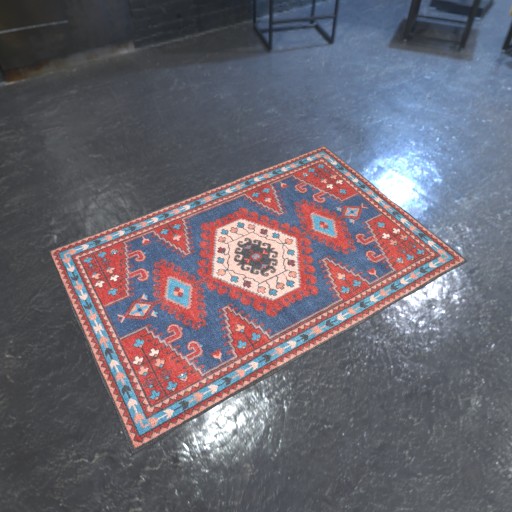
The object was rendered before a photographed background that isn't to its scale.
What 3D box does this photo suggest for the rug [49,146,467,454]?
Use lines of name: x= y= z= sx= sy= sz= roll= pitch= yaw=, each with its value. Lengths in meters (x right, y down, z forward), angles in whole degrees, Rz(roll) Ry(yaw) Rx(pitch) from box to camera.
rug: x=0.000 y=0.000 z=2.298 sx=1.820 sy=0.012 sz=1.207 roll=-25 pitch=53 yaw=-21
